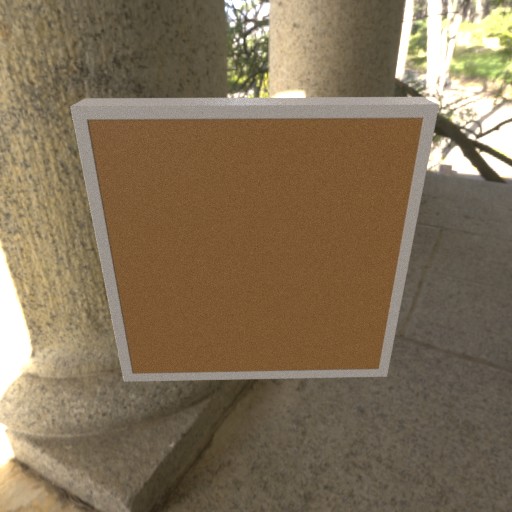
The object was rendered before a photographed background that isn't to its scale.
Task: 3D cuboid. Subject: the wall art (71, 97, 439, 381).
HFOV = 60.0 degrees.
[{"bbox_3d":[0.000,0.000,0.456,0.305,0.305,0.038,-1,29,-1],"label":"wall art"}]
